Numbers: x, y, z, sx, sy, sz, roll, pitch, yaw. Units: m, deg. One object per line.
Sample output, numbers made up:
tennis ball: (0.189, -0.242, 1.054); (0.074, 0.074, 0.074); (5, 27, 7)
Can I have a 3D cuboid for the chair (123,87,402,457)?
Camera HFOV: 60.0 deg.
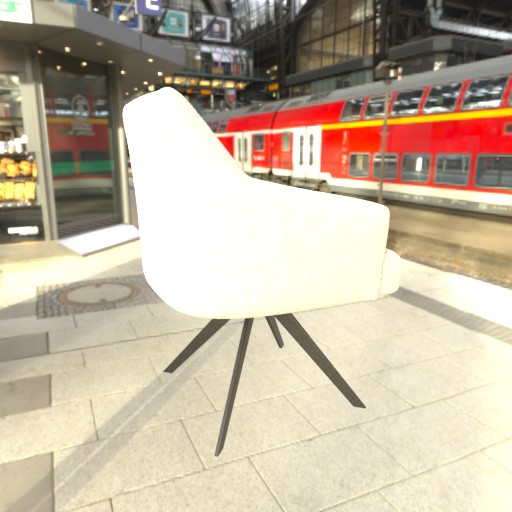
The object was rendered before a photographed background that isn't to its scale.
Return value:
chair: (0.000, 0.000, 1.321); (0.677, 0.874, 0.642); (-7, 15, -26)
